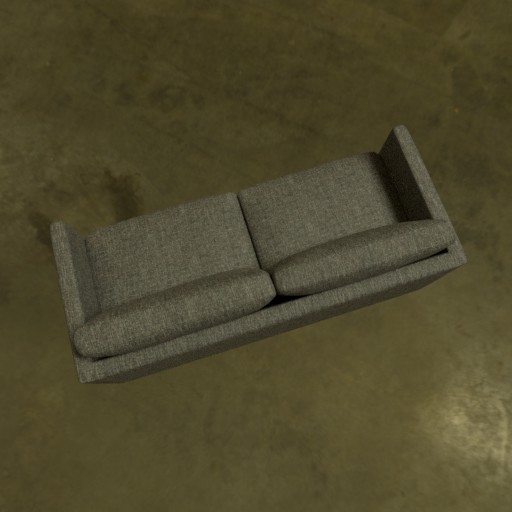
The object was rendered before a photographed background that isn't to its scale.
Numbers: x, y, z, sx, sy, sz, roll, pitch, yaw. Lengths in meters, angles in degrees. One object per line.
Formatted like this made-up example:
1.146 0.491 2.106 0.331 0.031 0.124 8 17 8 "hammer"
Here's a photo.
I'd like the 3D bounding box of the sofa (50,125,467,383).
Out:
0.000 0.000 2.741 2.208 0.960 0.948 -17 75 -5 "sofa"
